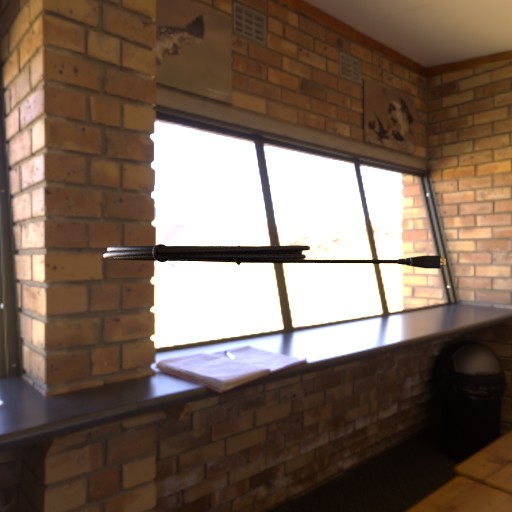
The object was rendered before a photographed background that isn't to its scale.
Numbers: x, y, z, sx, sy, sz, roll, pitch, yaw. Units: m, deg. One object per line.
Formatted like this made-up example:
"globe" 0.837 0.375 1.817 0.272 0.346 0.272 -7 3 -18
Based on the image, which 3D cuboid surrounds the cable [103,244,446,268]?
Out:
"cable" 0.000 0.000 0.510 0.422 0.030 0.257 0 0 17
